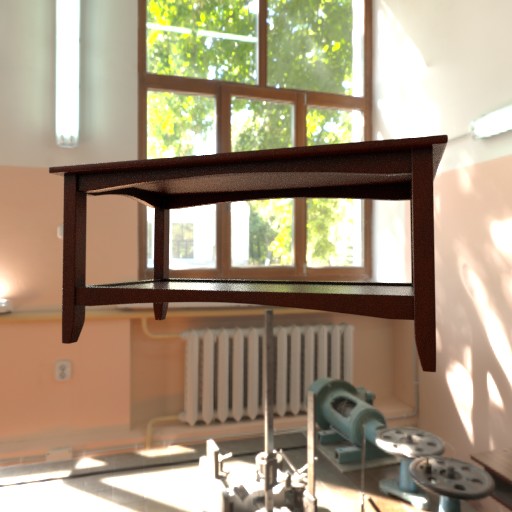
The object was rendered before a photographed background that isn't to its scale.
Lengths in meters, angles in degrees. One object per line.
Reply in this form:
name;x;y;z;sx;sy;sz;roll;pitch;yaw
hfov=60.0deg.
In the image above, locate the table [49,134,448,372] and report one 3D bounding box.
table;0.000;0.000;1.235;0.943;0.456;0.533;0;0;19
